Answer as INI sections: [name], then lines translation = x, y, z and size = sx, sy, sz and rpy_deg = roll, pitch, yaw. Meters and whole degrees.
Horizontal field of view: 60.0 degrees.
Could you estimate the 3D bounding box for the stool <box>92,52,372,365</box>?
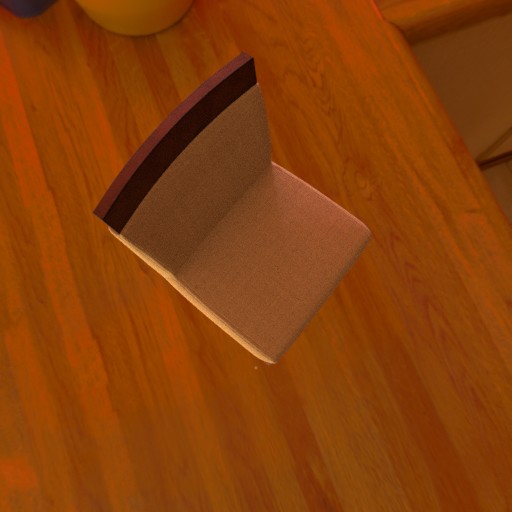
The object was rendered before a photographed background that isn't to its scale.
[stool]
translation = 0.000, 0.000, 1.323
size = 0.480, 1.011, 0.463
rpy_deg = 38, 79, 9
